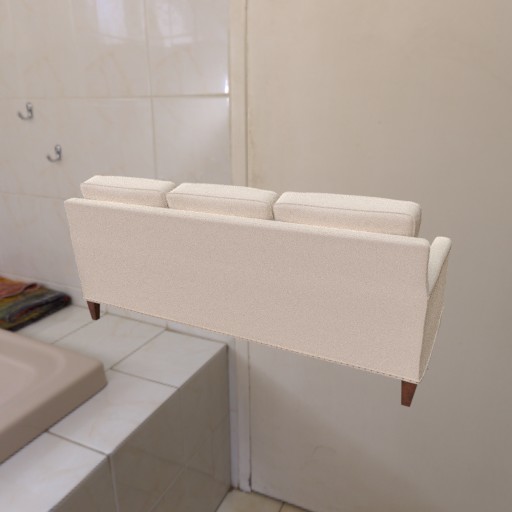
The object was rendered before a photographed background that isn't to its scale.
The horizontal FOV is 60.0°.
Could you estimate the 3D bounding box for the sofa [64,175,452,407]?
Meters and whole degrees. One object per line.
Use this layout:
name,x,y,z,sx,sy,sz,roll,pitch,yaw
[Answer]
sofa,0.000,0.000,2.849,2.246,1.003,1.084,9,20,26
